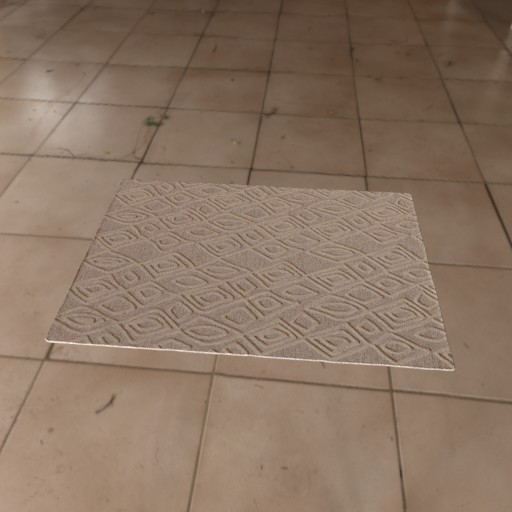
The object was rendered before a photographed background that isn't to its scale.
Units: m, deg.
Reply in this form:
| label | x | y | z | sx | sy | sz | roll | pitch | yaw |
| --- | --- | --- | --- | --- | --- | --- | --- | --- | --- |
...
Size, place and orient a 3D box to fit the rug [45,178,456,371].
| label | x | y | z | sx | sy | sz | roll | pitch | yaw |
| --- | --- | --- | --- | --- | --- | --- | --- | --- | --- |
| rug | 0.000 | 0.000 | 2.378 | 1.832 | 0.016 | 1.224 | 3 | 46 | 3 |
